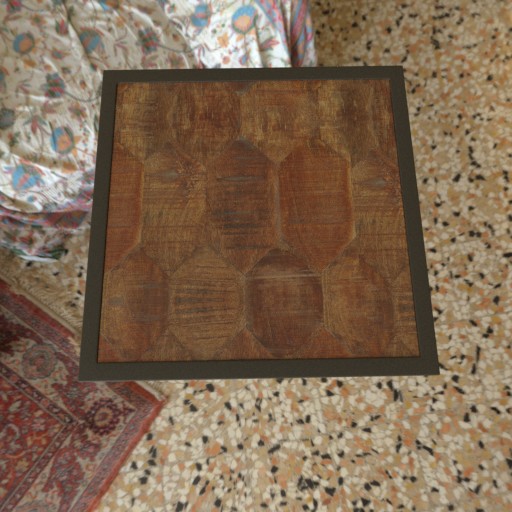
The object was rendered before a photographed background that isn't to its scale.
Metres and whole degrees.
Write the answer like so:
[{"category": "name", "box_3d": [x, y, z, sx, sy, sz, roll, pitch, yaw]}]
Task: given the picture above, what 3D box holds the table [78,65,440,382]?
[{"category": "table", "box_3d": [0.000, 0.000, 0.946, 0.500, 0.565, 0.500, -1, 75, 0]}]
